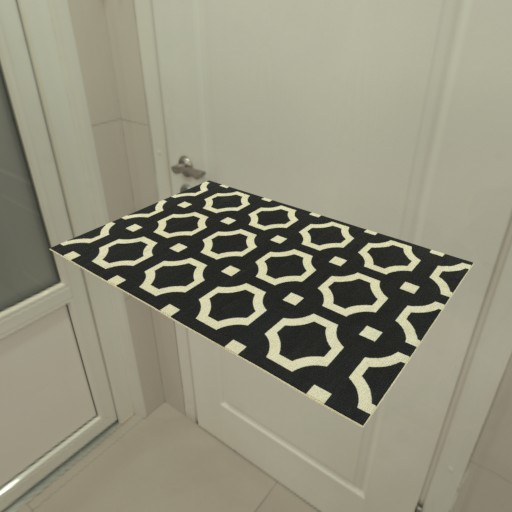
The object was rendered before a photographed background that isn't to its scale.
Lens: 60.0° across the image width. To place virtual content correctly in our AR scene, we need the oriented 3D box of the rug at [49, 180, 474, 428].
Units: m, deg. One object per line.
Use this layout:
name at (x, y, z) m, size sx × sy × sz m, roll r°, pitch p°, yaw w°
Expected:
rug at (0.000, 0.000, 2.874) m, size 2.286 × 0.016 × 1.555 m, roll 22°, pitch 37°, yaw 32°
